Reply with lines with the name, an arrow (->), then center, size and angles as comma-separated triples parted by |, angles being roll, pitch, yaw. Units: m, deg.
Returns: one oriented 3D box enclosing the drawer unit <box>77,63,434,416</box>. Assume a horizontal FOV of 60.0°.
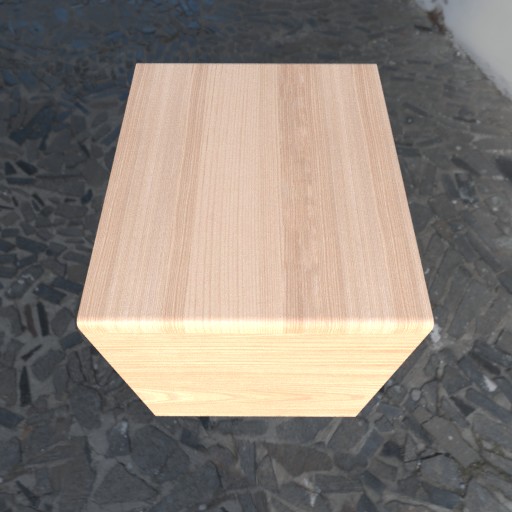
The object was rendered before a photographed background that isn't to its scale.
drawer unit -> 0.000, 0.000, 0.594 | 0.290, 0.344, 0.344 | 0, 58, 0
